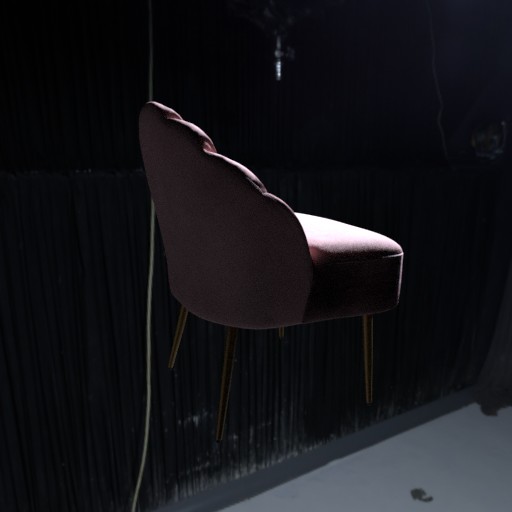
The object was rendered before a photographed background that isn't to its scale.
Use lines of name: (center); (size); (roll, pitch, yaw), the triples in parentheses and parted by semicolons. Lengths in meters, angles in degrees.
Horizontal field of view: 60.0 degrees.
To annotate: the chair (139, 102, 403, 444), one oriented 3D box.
chair: (0.000, 0.000, 1.280); (0.599, 0.819, 0.657); (-7, 16, -26)
